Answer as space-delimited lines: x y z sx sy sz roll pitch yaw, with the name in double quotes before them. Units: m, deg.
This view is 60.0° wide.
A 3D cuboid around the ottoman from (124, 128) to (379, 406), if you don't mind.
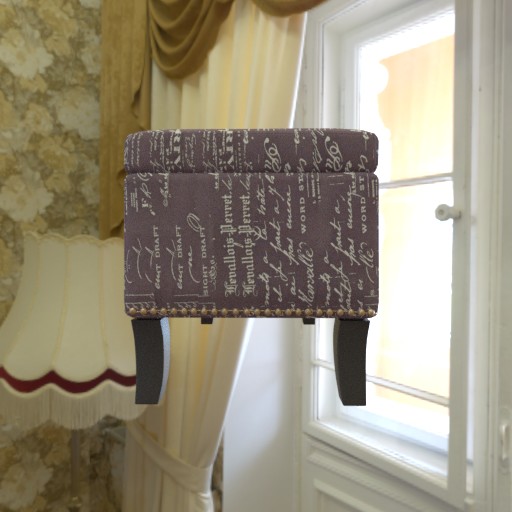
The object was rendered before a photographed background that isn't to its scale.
"ottoman" 0.000 0.000 1.082 0.406 0.457 0.813 0 1 1
